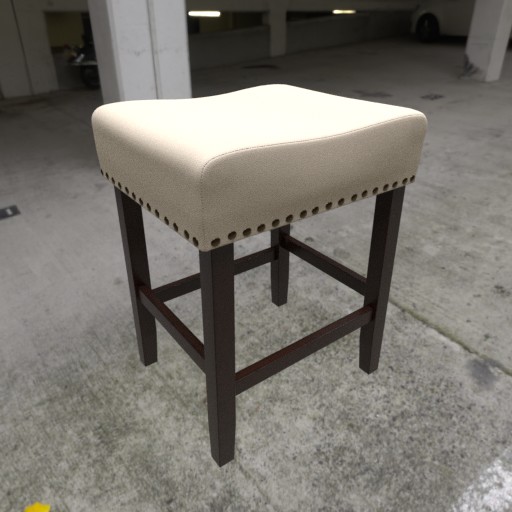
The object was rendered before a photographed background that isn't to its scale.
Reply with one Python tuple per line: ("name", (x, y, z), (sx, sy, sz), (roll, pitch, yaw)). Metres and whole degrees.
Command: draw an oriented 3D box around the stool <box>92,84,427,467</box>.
("stool", (0.000, 0.000, 0.932), (0.471, 0.609, 0.401), (-20, 35, -31))
